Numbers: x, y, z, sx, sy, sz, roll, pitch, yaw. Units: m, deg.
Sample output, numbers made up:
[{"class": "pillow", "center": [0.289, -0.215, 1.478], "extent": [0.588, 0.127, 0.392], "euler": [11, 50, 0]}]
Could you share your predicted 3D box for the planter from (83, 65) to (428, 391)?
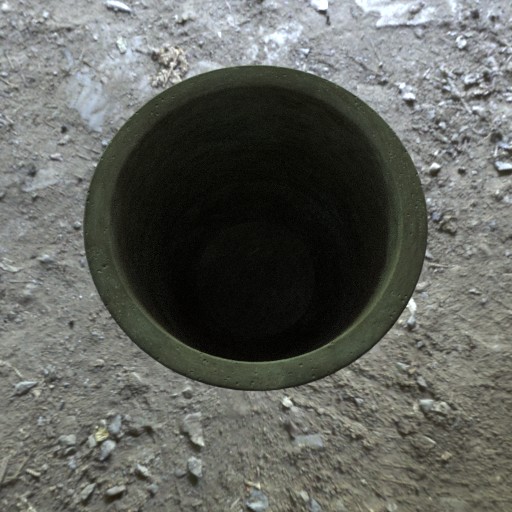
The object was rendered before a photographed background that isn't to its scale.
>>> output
[{"class": "planter", "center": [0.000, 0.000, 0.253], "extent": [0.142, 0.149, 0.142], "euler": [0, 76, 0]}]
